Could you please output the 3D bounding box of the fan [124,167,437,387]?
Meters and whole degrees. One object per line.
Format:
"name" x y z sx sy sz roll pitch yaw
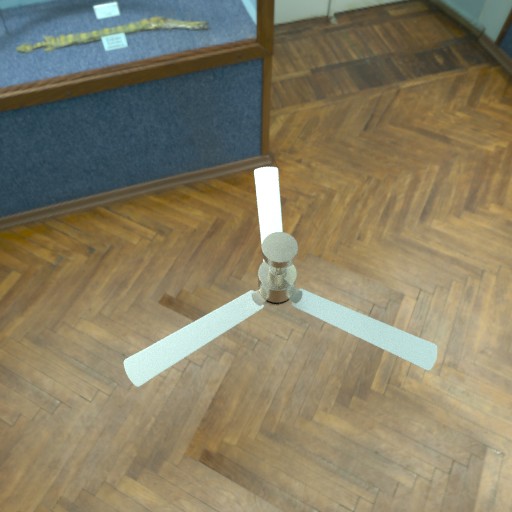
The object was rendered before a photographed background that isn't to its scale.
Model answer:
"fan" 0.000 0.000 2.333 1.561 0.446 1.531 -14 59 -8
